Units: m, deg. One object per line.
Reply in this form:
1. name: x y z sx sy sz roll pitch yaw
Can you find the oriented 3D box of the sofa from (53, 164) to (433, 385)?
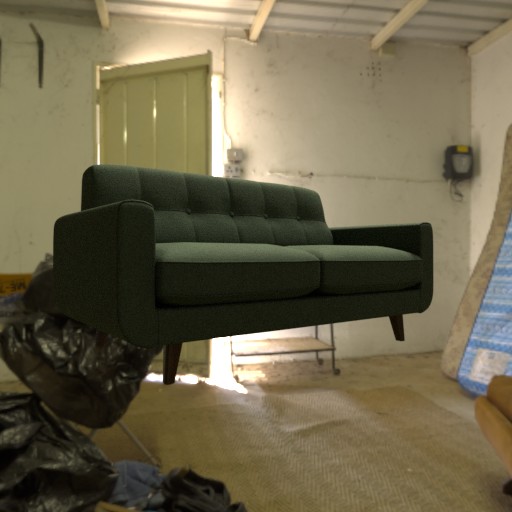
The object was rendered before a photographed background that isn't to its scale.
1. sofa: 0.000 0.000 2.124 1.631 0.841 0.909 0 0 -36
